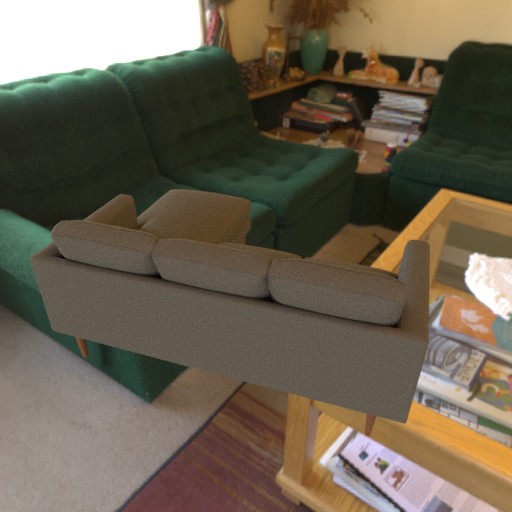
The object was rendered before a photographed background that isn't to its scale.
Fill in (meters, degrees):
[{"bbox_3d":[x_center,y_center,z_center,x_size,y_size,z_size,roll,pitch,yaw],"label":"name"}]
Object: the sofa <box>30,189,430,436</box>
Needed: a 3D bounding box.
[{"bbox_3d":[0.000,0.000,2.845,2.031,0.897,1.591,10,34,16],"label":"sofa"}]
